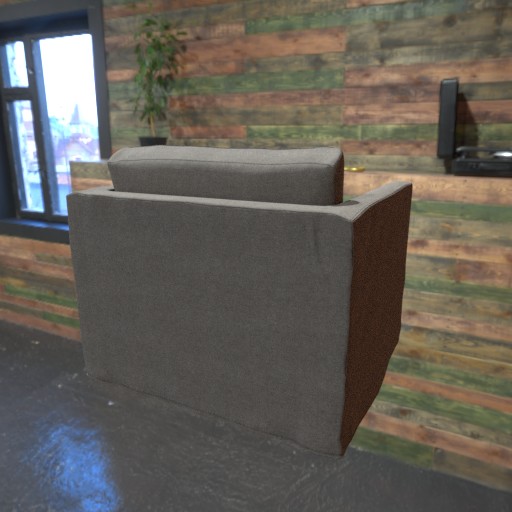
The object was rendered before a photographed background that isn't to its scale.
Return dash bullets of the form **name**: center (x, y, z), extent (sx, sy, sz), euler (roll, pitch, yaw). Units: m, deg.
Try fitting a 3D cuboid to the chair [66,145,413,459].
- **chair**: center (0.000, 0.000, 1.768), extent (1.057, 0.863, 0.949), euler (8, 17, 26)
